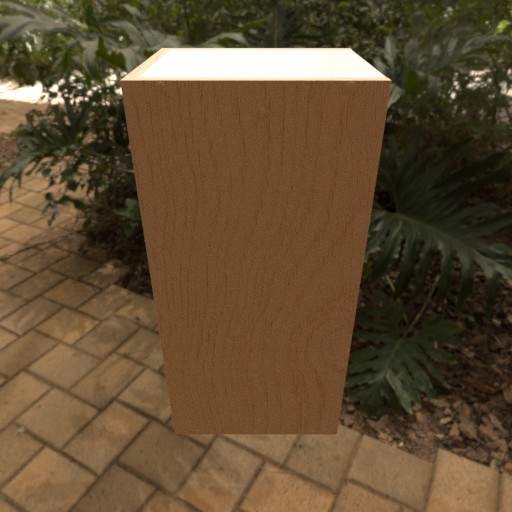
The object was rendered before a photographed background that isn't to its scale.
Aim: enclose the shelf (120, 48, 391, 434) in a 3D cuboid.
[{"bbox_3d":[0.000,0.000,0.738,0.290,0.600,0.250,0,32,0],"label":"shelf"}]
